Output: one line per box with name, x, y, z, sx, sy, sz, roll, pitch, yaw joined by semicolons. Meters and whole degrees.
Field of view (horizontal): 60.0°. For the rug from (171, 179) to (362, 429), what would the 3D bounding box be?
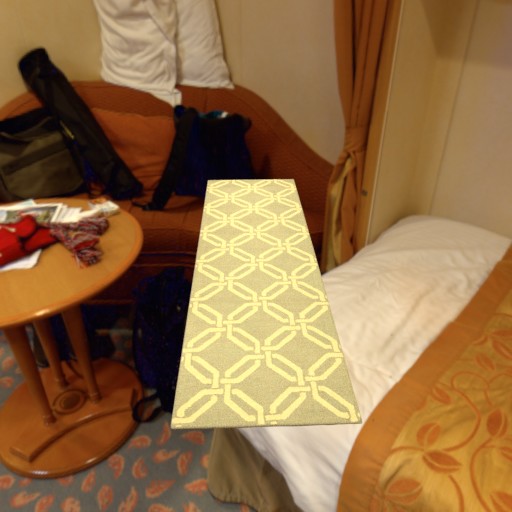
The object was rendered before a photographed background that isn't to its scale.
rug;0.000;0.000;2.524;0.678;0.014;2.276;-1;32;-2
